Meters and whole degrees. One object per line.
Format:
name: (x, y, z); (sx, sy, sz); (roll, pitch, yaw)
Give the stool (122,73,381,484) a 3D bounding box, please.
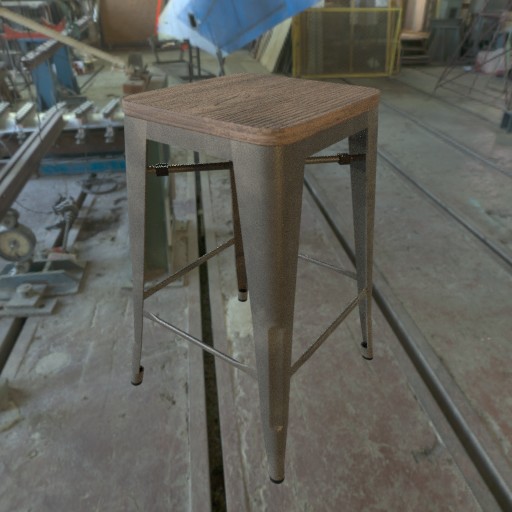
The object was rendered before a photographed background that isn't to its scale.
stool: (0.000, 0.000, 0.868); (0.407, 0.607, 0.407); (21, 37, 31)
